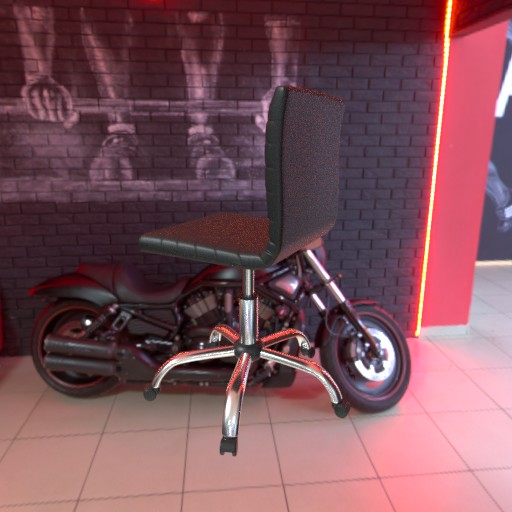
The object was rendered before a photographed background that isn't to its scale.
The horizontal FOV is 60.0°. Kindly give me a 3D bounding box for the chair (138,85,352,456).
[{"bbox_3d":[0.000,0.000,1.138,0.530,0.780,0.556,7,17,26],"label":"chair"}]
